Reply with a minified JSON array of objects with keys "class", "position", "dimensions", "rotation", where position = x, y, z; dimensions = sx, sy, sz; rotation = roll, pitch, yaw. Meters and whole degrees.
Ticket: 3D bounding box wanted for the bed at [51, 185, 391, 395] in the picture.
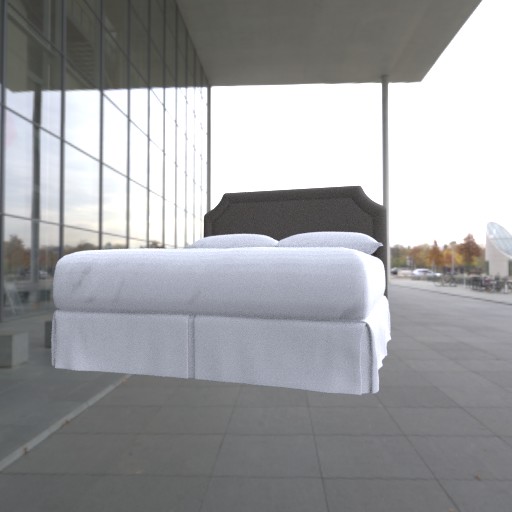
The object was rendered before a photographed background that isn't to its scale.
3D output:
[{"class":"bed","position":[0.000,0.000,3.844],"dimensions":[2.194,1.561,2.536],"rotation":[0,-2,18]}]
